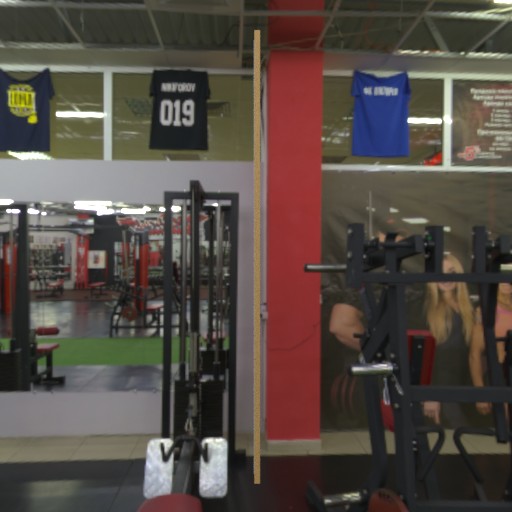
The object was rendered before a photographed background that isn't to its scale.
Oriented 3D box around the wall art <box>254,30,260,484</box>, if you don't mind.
[{"bbox_3d":[0.000,0.000,1.418,0.013,0.959,0.962,0,0,0],"label":"wall art"}]
